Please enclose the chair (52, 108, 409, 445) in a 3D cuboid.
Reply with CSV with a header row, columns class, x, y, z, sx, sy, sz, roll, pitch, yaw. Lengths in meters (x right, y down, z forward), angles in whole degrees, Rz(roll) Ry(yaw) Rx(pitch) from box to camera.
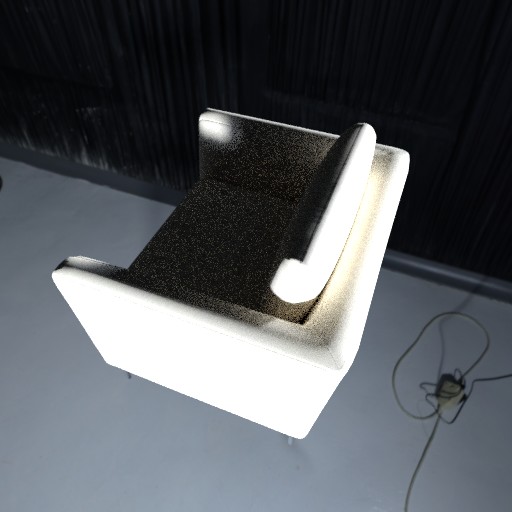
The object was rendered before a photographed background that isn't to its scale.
class,x,y,z,sx,sy,sz,roll,pitch,yaw
chair,0.000,0.000,1.675,0.889,0.865,1.041,16,49,15
